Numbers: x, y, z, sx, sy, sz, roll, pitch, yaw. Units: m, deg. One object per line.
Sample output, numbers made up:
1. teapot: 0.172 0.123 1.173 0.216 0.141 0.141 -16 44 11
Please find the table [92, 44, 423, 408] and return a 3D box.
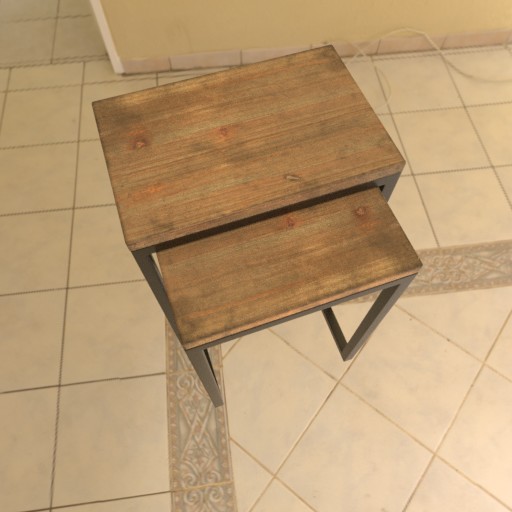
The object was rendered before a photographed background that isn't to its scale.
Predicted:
1. table: 0.000 0.000 0.963 0.456 0.615 0.460 -15 64 -8
